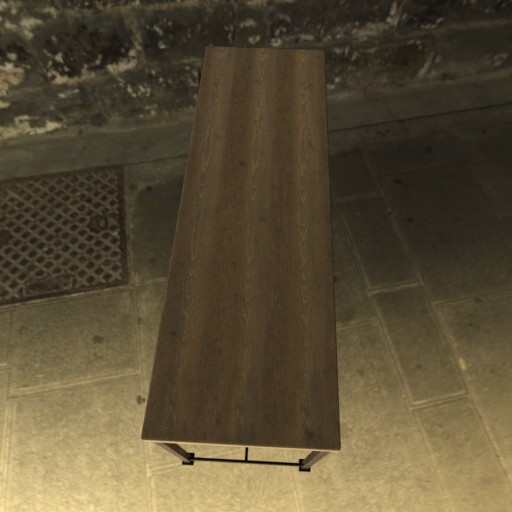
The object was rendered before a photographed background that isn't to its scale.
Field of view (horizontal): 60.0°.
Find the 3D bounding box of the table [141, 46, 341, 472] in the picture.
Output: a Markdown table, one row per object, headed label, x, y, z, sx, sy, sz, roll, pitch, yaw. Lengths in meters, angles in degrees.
| label | x | y | z | sx | sy | sz | roll | pitch | yaw |
| --- | --- | --- | --- | --- | --- | --- | --- | --- | --- |
| table | 0.000 | 0.000 | 2.014 | 0.551 | 0.902 | 1.700 | 3 | 61 | 1 |
